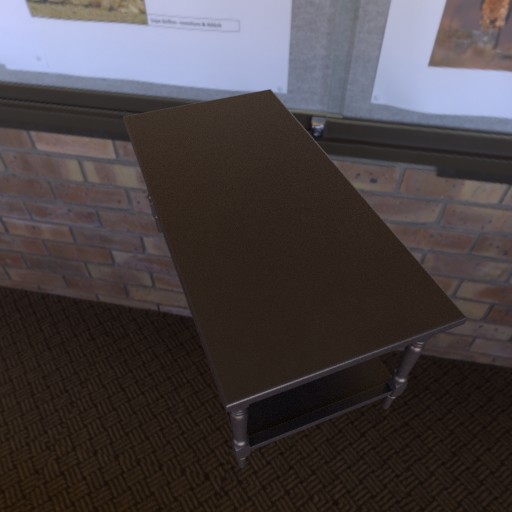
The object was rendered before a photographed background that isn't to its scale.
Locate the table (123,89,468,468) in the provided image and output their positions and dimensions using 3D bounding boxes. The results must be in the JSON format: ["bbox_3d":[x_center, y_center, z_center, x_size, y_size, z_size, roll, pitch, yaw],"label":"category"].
[{"bbox_3d":[0.000,0.000,1.421,0.550,0.510,1.107,-16,49,-14],"label":"table"}]
